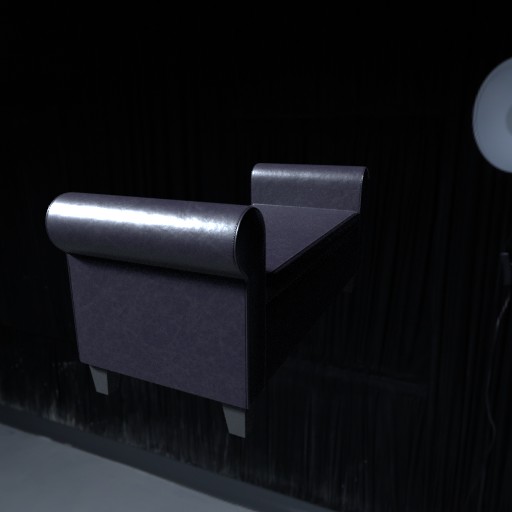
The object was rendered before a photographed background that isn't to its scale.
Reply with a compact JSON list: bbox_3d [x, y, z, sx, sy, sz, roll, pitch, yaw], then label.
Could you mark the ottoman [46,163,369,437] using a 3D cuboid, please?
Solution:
[{"bbox_3d":[0.000,0.000,1.536,0.521,0.547,1.256,7,17,24],"label":"ottoman"}]
